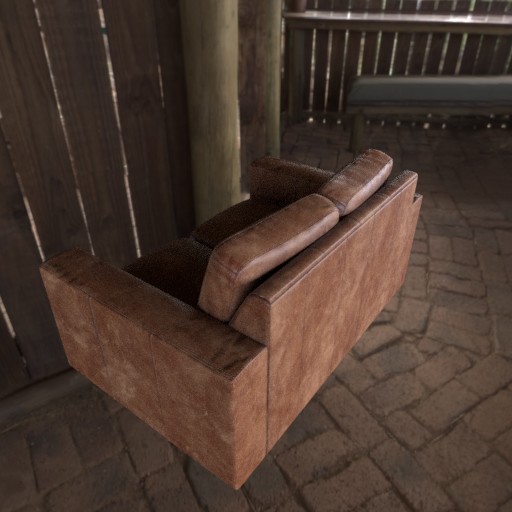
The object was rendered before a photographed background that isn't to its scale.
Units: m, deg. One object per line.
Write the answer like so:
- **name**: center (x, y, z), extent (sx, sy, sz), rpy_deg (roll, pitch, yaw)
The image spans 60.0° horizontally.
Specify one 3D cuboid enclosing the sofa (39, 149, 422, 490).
- **sofa**: center (0.000, 0.000, 2.184), extent (1.041, 0.889, 1.626), rpy_deg (22, 39, 30)
